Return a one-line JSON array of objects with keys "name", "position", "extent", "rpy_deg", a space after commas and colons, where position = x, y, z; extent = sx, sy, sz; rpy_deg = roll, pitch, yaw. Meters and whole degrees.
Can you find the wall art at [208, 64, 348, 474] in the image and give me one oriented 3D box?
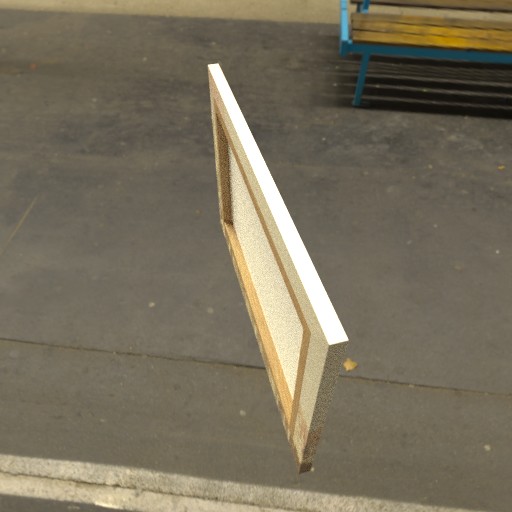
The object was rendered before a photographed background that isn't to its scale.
[{"name": "wall art", "position": [0.000, 0.000, 1.444], "extent": [0.041, 0.758, 1.142], "rpy_deg": [-11, 49, -10]}]
